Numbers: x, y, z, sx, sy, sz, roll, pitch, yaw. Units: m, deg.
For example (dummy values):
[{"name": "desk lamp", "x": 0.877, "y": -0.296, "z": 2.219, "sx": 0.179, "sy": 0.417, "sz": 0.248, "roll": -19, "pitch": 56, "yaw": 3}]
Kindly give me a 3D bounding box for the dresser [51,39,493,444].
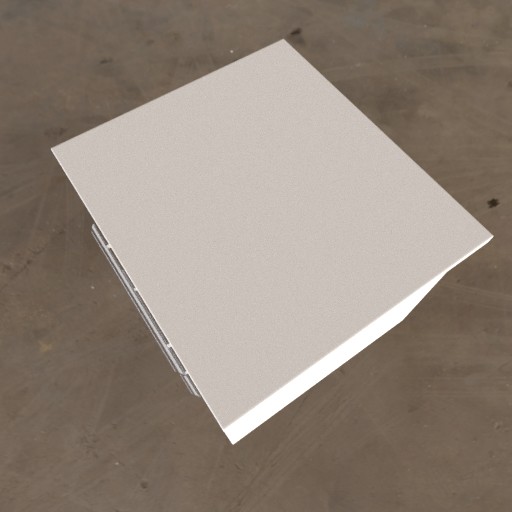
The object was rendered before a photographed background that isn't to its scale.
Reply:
[{"name": "dresser", "x": 0.000, "y": 0.000, "z": 0.723, "sx": 0.400, "sy": 0.360, "sz": 0.430, "roll": -32, "pitch": 67, "yaw": -15}]
